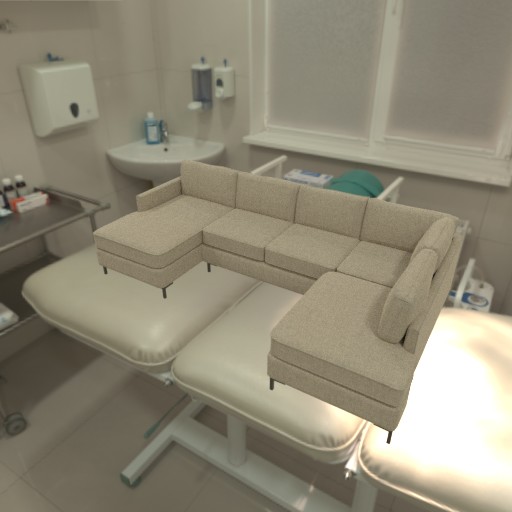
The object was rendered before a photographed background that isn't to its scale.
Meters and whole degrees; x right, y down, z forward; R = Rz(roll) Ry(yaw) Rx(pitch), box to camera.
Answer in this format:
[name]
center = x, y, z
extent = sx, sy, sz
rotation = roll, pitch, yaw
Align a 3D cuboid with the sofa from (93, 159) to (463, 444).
[sofa]
center = 0.000, 0.000, 4.291
extent = 3.423, 0.996, 2.021
rotation = 17, 34, 27
